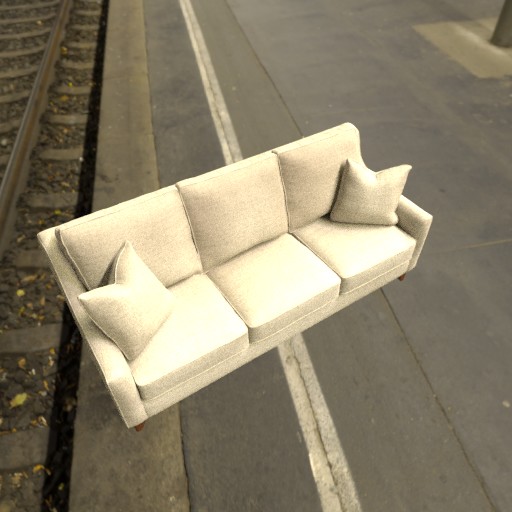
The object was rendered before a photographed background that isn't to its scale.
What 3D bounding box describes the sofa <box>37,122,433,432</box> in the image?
[{"bbox_3d":[0.000,0.000,2.548,2.031,0.914,0.865,-25,50,-23],"label":"sofa"}]
